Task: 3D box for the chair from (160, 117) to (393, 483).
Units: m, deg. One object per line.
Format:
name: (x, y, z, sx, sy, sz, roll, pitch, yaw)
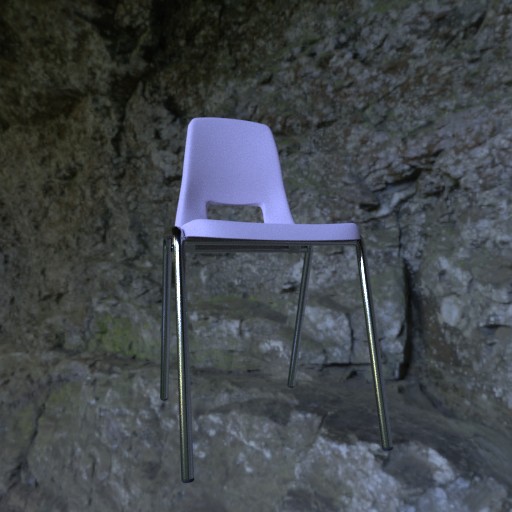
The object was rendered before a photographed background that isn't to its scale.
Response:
chair: (0.000, 0.000, 0.941, 0.381, 0.704, 0.436, 0, 0, -18)
